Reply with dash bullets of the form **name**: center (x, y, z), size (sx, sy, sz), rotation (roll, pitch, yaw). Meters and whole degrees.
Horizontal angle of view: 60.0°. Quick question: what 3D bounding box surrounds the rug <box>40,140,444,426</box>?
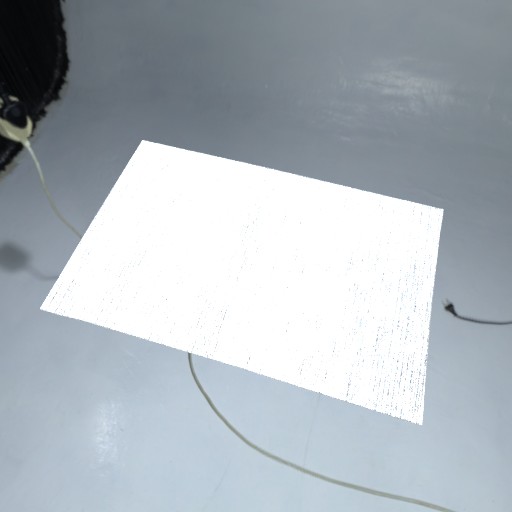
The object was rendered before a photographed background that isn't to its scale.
- **rug**: center (0.000, 0.000, 2.223), size (1.773, 0.021, 1.149), rotation (15, 60, 9)
